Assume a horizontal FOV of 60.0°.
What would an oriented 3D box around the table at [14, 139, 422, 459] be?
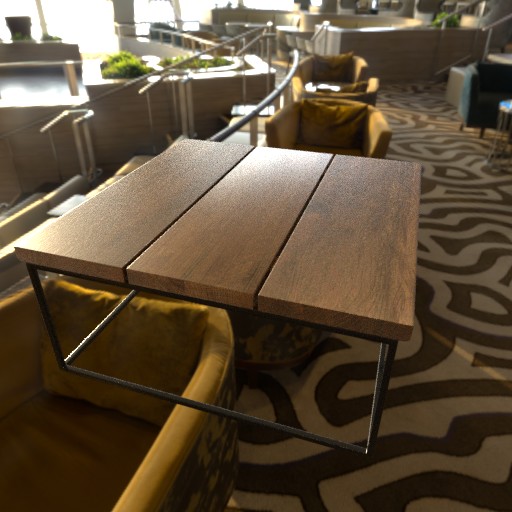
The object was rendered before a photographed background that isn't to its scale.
[{"bbox_3d":[0.000,0.000,1.386,0.900,0.400,0.900,10,33,16],"label":"table"}]
